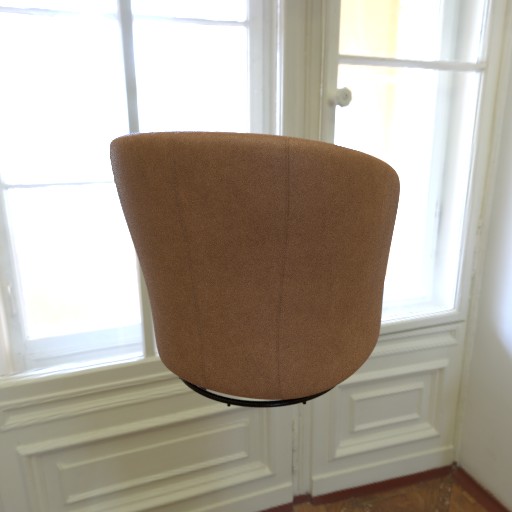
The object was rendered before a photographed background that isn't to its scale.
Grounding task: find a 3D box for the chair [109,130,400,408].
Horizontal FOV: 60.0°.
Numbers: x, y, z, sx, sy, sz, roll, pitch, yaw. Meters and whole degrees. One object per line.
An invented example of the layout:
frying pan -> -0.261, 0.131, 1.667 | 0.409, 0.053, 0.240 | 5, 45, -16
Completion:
chair -> 0.000, 0.000, 1.414 | 0.791, 0.771, 0.815 | 8, 18, 26
